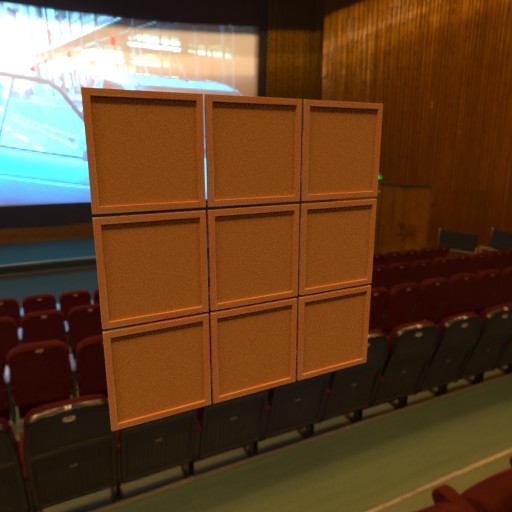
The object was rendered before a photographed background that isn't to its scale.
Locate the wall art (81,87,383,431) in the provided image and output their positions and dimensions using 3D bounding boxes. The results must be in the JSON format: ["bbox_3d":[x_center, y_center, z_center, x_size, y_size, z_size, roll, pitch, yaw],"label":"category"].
[{"bbox_3d":[0.000,0.000,1.339,0.911,0.910,0.012,-7,15,-26],"label":"wall art"}]
